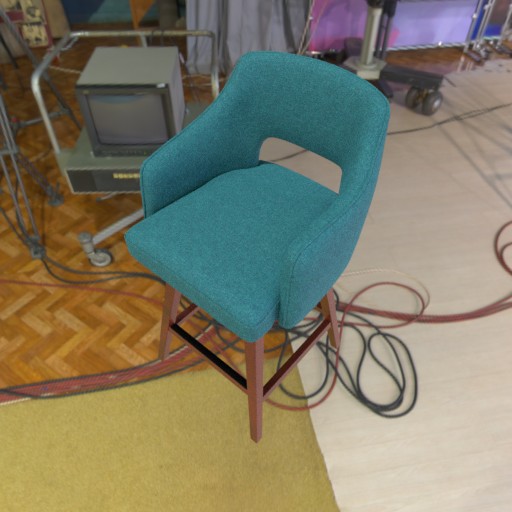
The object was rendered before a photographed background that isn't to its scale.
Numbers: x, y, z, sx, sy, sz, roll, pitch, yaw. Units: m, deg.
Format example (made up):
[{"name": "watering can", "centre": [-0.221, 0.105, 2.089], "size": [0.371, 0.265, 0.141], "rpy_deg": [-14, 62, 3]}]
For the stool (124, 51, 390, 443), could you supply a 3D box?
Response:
[{"name": "stool", "centre": [0.000, 0.000, 1.296], "size": [0.548, 0.961, 0.556], "rpy_deg": [32, 54, 27]}]
